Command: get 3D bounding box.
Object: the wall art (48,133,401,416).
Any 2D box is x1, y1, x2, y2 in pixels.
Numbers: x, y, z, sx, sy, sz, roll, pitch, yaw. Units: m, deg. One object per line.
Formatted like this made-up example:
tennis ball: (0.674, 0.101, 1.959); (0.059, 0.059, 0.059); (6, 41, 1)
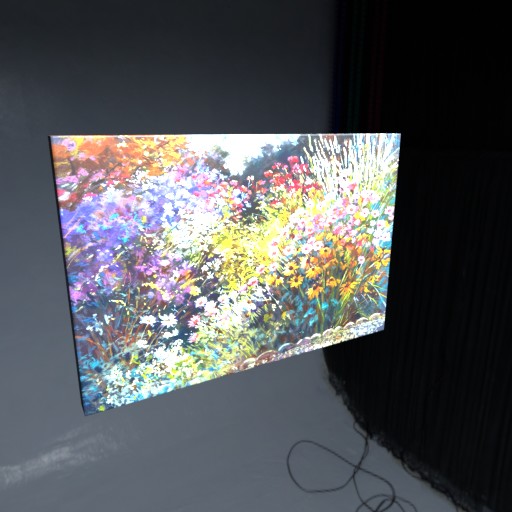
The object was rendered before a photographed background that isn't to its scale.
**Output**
wall art: (0.000, 0.000, 0.769); (0.610, 0.406, 0.037); (-9, 18, -28)
